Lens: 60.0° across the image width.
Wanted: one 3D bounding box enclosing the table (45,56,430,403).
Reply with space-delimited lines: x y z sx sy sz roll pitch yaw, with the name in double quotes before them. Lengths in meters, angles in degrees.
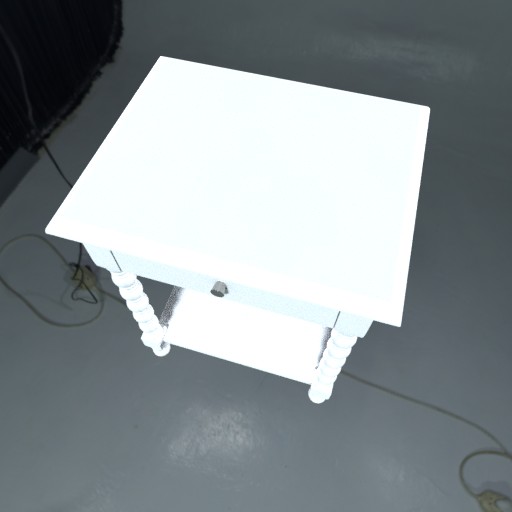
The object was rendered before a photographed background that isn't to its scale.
"table" 0.000 0.000 0.850 0.460 0.531 0.381 14 59 9
